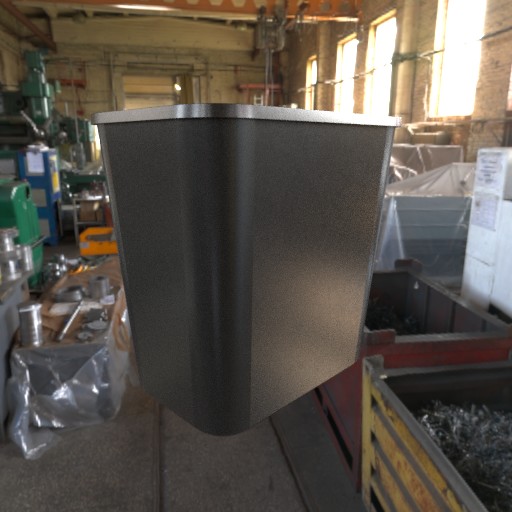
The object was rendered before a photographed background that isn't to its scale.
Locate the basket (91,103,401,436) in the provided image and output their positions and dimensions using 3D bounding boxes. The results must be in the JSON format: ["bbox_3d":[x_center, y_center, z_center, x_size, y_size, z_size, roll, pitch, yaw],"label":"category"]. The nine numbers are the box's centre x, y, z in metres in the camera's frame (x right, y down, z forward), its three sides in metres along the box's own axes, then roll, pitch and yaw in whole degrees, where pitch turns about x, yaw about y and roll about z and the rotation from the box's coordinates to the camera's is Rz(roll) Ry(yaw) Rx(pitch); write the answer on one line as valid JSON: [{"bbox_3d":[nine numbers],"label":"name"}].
[{"bbox_3d":[0.000,0.000,0.511,0.211,0.307,0.300,14,20,43],"label":"basket"}]
